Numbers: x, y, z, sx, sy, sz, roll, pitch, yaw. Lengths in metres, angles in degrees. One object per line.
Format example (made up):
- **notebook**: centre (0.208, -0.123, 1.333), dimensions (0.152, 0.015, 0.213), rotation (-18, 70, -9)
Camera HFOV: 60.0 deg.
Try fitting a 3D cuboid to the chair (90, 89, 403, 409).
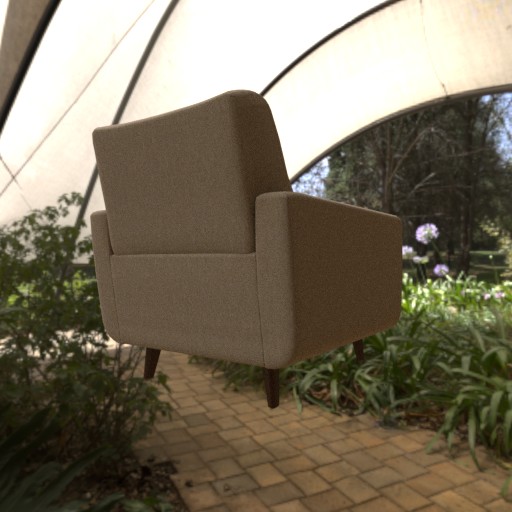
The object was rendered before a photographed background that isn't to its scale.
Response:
- **chair**: centre (0.000, 0.000, 1.832), dimensions (0.897, 0.965, 1.128), rotation (0, -1, 35)
